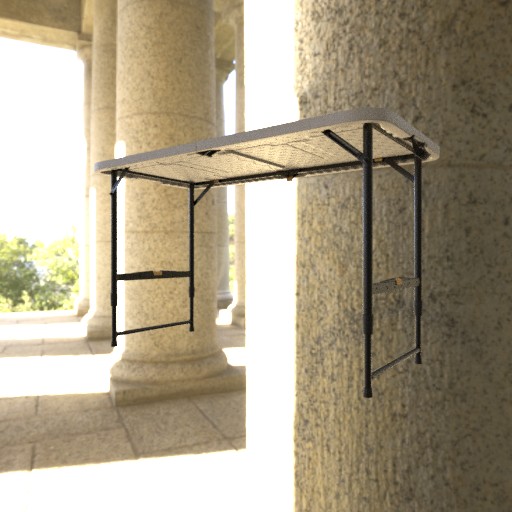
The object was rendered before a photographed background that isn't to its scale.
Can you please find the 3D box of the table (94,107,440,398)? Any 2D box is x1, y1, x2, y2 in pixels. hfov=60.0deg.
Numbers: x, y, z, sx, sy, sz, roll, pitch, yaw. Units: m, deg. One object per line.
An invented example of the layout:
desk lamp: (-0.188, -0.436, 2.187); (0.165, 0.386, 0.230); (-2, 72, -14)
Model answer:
table: (0.000, 0.000, 1.655); (1.245, 0.737, 0.611); (0, 0, 36)
